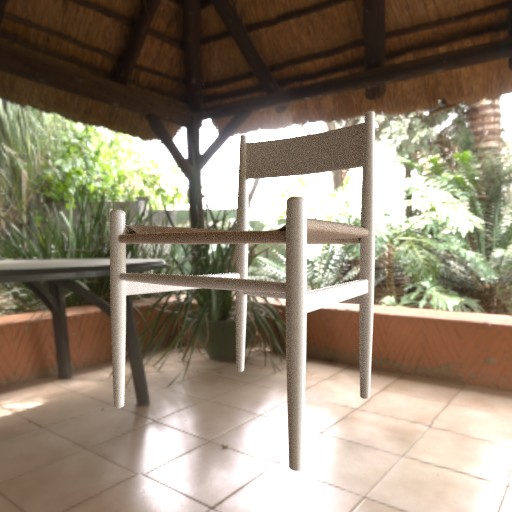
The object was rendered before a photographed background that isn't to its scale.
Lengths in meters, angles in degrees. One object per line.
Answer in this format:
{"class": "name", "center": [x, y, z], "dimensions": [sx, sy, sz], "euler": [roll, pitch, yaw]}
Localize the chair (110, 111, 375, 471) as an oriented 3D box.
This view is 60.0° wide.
{"class": "chair", "center": [0.000, 0.000, 1.134], "dimensions": [0.556, 0.762, 0.495], "euler": [1, 2, 36]}
